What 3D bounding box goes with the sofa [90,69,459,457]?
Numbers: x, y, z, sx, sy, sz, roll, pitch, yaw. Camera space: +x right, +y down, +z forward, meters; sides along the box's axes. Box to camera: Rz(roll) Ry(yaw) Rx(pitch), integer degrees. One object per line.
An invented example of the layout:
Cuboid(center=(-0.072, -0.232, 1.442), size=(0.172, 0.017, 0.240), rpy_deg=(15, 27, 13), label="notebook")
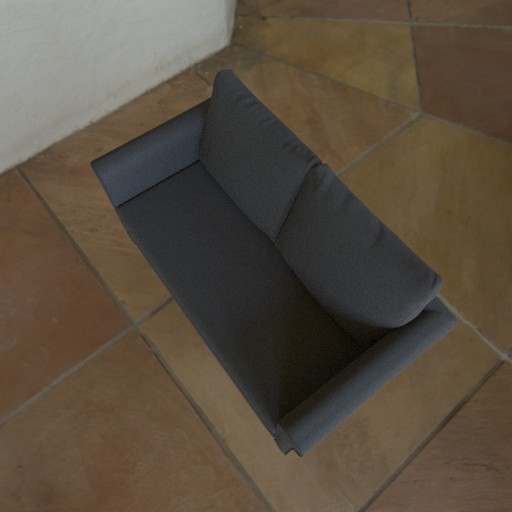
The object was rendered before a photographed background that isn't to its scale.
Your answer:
Cuboid(center=(0.000, 0.000, 1.915), size=(0.741, 0.872, 1.460), rpy_deg=(-34, 68, -16), label="sofa")
